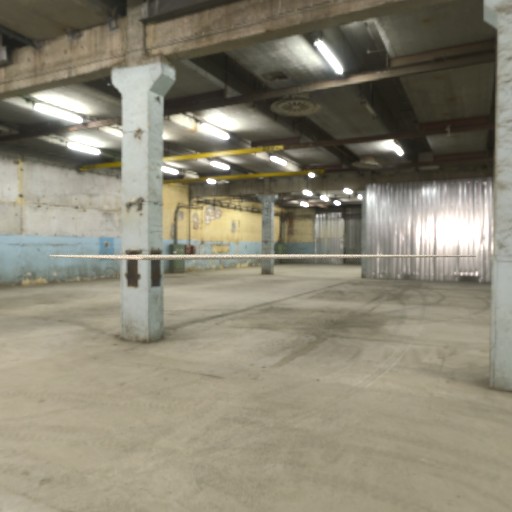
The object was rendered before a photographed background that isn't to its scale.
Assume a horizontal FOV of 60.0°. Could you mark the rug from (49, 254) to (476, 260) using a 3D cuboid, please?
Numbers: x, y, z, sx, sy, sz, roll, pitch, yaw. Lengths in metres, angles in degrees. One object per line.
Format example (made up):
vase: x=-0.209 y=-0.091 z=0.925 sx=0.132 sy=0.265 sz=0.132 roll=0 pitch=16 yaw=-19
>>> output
rug: x=0.000 y=0.000 z=4.044 sx=3.050 sy=0.015 sz=2.441 roll=0 pitch=0 yaw=-35
